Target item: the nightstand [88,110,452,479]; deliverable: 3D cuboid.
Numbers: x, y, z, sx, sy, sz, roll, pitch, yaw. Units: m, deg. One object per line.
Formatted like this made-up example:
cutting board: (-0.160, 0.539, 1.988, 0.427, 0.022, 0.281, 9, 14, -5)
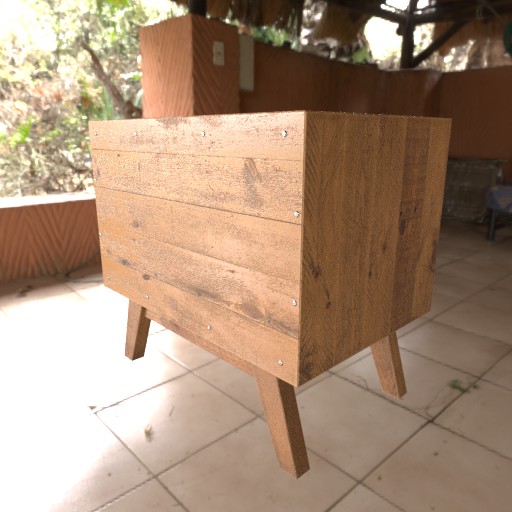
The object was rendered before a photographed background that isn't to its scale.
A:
nightstand: (0.000, 0.000, 1.020, 0.450, 0.599, 0.650, -14, 21, -42)
